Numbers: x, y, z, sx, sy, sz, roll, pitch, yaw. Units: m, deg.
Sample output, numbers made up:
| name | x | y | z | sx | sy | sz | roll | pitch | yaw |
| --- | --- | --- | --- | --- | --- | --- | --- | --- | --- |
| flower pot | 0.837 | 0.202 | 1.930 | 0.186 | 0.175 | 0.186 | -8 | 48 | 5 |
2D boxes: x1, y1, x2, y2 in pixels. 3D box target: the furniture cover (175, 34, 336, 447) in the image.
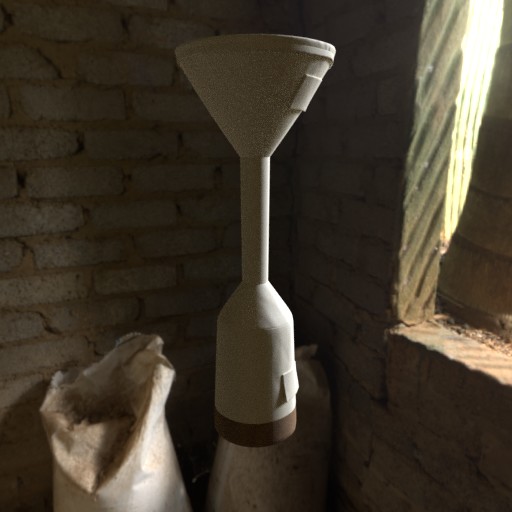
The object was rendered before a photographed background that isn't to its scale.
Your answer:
| name | x | y | z | sx | sy | sz | roll | pitch | yaw |
| --- | --- | --- | --- | --- | --- | --- | --- | --- | --- |
| furniture cover | 0.000 | 0.000 | 2.839 | 0.914 | 2.413 | 0.914 | 7 | 16 | 25 |
